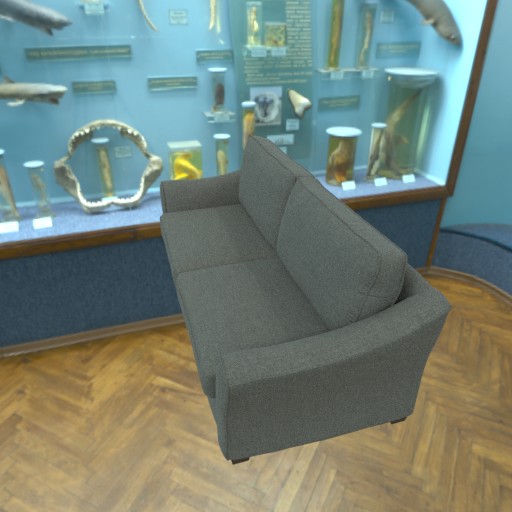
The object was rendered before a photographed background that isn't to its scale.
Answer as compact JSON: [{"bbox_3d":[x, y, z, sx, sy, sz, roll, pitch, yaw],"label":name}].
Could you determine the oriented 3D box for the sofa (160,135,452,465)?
[{"bbox_3d":[0.000,0.000,2.710,1.013,0.976,2.203,-9,31,-15],"label":"sofa"}]
